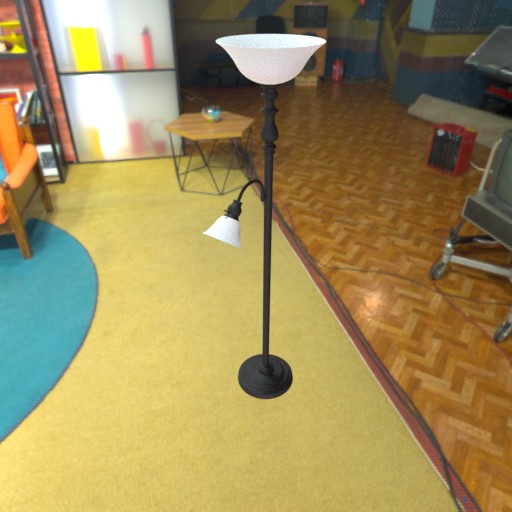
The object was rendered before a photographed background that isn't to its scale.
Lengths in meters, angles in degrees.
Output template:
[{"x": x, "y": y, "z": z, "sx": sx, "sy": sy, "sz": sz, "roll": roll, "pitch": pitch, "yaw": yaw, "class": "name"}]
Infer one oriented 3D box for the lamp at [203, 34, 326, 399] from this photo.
[{"x": 0.000, "y": 0.000, "z": 2.055, "sx": 0.405, "sy": 1.793, "sz": 0.588, "roll": 22, "pitch": 38, "yaw": 30, "class": "lamp"}]
